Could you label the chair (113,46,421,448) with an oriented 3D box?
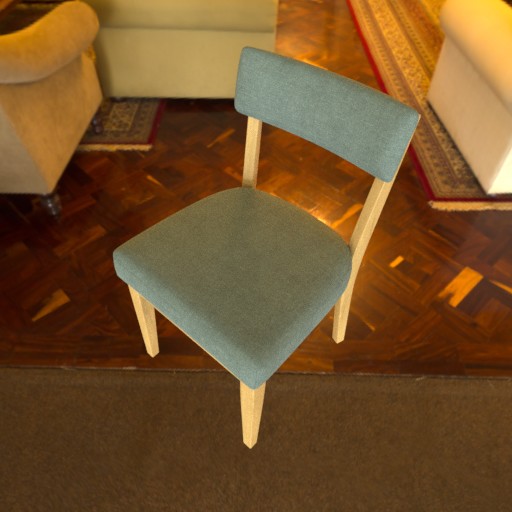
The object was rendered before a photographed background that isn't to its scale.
[{"bbox_3d":[0.000,0.000,1.179,0.508,0.832,0.572,34,56,27],"label":"chair"}]
